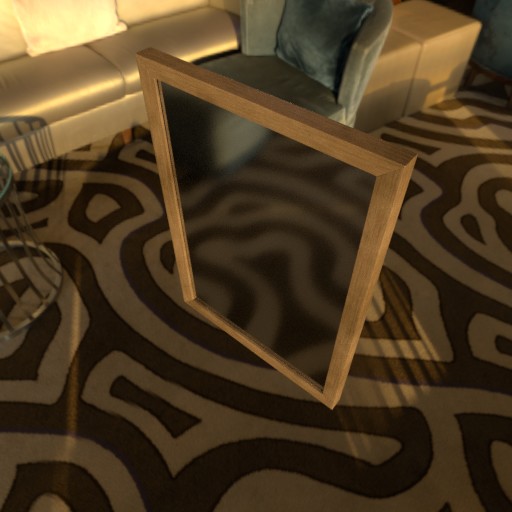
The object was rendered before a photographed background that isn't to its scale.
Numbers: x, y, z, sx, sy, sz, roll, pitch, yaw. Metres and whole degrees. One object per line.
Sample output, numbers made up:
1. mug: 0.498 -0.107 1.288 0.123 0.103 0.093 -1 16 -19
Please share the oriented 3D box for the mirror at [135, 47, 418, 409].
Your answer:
1. mirror: 0.000 0.000 0.923 0.507 0.710 0.040 31 55 25
